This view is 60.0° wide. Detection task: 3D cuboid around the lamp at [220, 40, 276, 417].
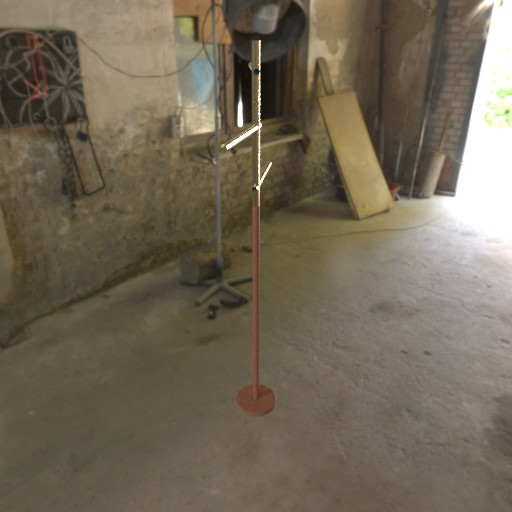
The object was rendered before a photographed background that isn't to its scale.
[{"bbox_3d":[0.000,0.000,1.950,0.209,1.704,0.737,1,26,2],"label":"lamp"}]
